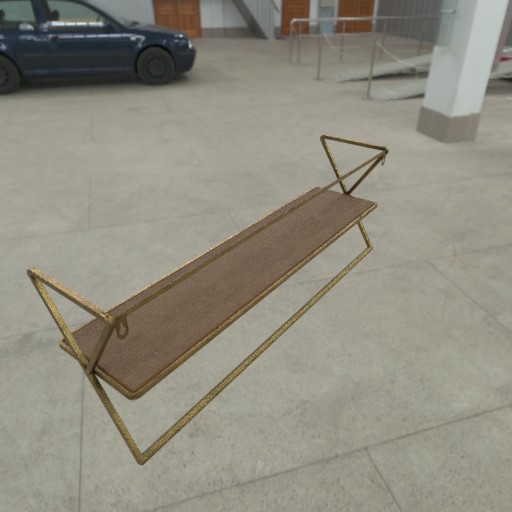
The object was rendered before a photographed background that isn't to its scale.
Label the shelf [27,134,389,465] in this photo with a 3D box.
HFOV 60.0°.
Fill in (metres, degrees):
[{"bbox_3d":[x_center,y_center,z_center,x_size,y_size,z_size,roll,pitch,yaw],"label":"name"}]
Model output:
[{"bbox_3d":[0.000,0.000,0.730,0.150,0.229,0.645,22,38,31],"label":"shelf"}]
